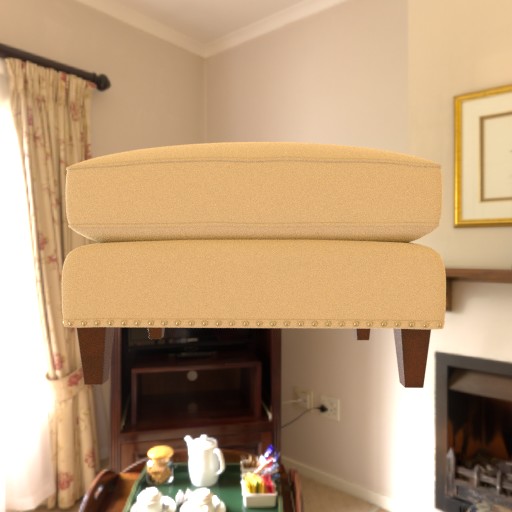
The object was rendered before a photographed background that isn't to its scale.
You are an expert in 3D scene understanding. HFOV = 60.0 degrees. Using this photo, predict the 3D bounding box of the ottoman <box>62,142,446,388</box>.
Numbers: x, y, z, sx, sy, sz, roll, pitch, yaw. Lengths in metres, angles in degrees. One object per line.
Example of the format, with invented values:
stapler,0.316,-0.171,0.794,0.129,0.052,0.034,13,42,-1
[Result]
ottoman,0.000,0.000,1.130,0.741,0.513,0.584,0,0,2
